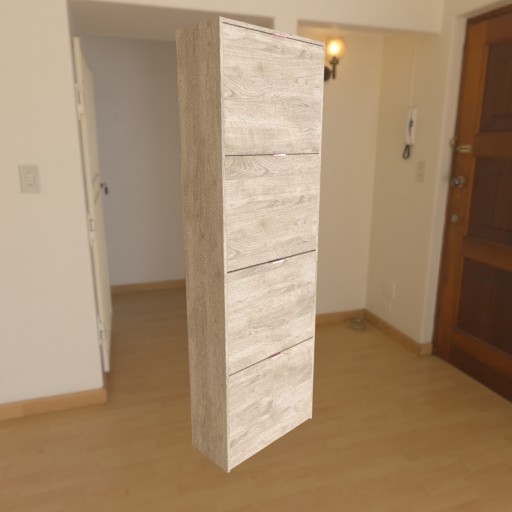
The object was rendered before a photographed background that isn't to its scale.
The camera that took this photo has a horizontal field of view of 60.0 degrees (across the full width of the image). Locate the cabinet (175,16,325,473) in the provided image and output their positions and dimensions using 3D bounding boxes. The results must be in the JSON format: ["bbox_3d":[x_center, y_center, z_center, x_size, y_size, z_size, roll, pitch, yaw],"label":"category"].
[{"bbox_3d":[0.000,0.000,1.794,0.520,1.630,0.250,-13,19,-42],"label":"cabinet"}]
